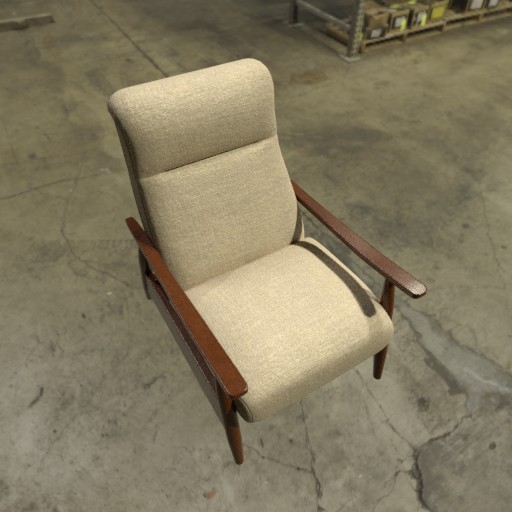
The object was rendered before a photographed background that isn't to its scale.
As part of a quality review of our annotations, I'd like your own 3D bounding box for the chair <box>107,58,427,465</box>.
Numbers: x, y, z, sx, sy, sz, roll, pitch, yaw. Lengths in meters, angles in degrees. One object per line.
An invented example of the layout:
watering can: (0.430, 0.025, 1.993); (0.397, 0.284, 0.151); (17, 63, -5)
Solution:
chair: (0.000, 0.000, 1.723); (0.762, 1.082, 1.014); (-23, 51, -21)
